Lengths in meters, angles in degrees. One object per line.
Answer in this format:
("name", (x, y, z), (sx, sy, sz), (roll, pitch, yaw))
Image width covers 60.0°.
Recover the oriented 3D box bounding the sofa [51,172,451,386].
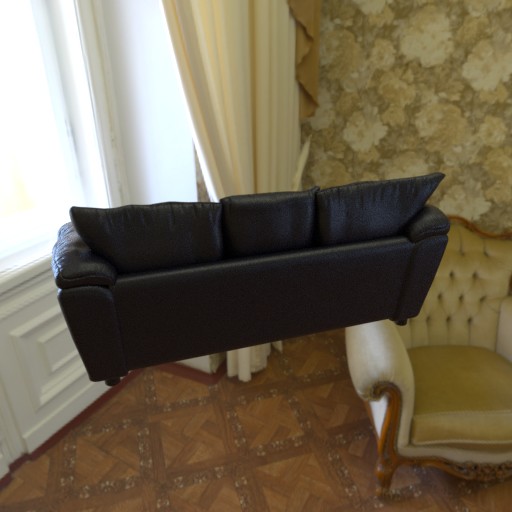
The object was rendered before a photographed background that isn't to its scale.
("sofa", (0.000, 0.000, 2.834), (2.336, 1.073, 0.880), (-8, 27, -16))
